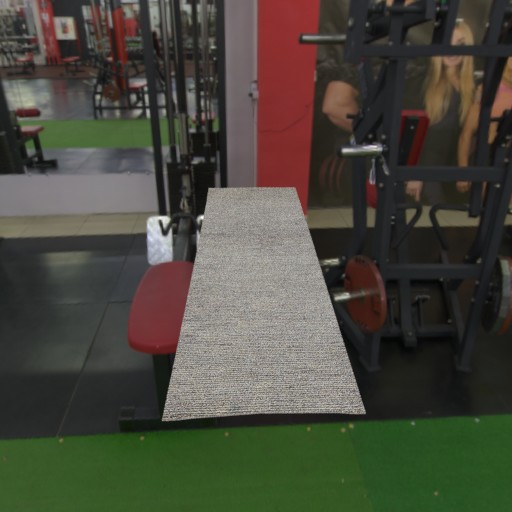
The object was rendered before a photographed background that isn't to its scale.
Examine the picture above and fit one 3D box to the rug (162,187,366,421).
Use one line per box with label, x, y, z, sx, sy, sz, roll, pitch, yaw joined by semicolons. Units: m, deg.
rug;0.000;0.000;2.531;0.697;0.013;2.335;-1;28;-1
